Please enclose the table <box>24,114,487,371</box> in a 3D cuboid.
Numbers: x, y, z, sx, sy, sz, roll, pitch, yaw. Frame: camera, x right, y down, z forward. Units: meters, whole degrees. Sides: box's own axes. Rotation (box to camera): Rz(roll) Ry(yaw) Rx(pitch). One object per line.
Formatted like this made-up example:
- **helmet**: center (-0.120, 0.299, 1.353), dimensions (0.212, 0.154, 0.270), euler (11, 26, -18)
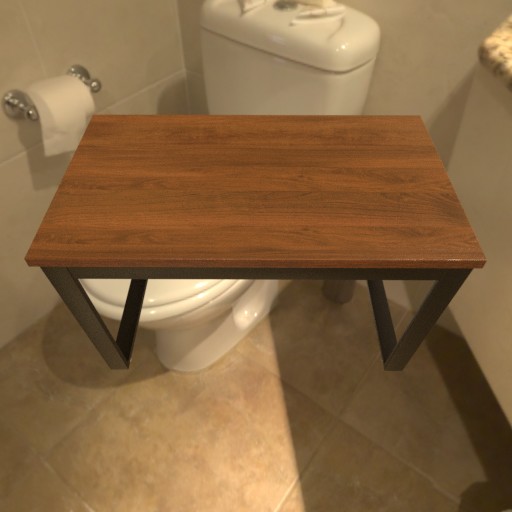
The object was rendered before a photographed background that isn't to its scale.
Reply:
- **table**: center (0.000, 0.000, 1.672), dimensions (1.205, 0.760, 0.714), euler (0, 48, 0)
